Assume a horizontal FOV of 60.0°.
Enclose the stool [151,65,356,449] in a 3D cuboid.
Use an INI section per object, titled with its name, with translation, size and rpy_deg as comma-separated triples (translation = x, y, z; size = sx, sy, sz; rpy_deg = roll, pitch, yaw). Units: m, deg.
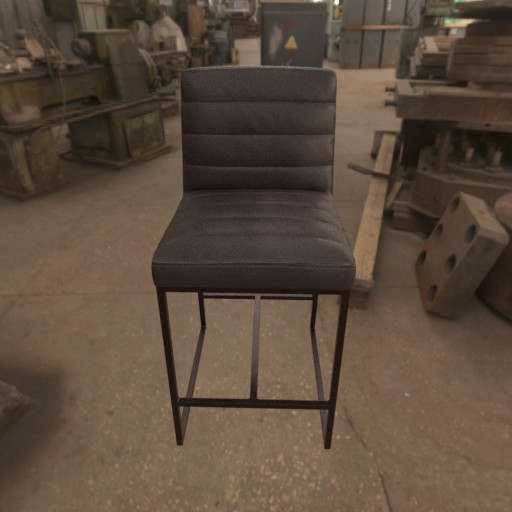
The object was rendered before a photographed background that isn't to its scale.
[stool]
translation = 0.000, 0.000, 1.261
size = 0.463, 0.946, 0.562
rpy_deg = 1, 29, 1
